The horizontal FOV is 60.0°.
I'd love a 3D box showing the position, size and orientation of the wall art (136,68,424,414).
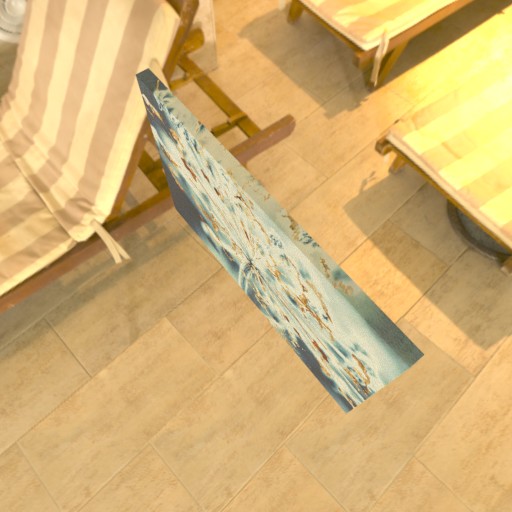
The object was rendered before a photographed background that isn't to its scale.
[{"bbox_3d":[0.000,0.000,1.207,0.038,0.608,0.912,-35,68,-16],"label":"wall art"}]
